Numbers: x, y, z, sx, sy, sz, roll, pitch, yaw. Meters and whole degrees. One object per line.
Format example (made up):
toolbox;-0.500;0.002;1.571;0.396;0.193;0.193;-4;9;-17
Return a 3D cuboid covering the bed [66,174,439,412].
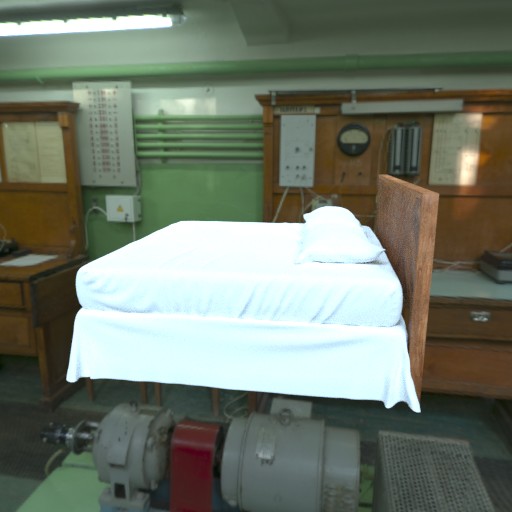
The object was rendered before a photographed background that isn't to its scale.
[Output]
bed;0.000;0.000;3.415;2.165;1.158;2.255;2;13;9
